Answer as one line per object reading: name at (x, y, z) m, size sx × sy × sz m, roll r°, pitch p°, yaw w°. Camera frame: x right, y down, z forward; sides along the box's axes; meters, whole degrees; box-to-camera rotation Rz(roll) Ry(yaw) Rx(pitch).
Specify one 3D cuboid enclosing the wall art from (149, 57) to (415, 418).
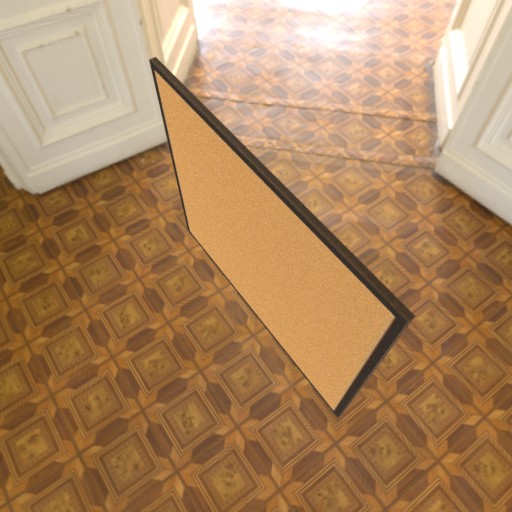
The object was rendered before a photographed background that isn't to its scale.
wall art at (0.000, 0.000, 1.462) m, size 0.023 × 0.875 × 1.033 m, roll -32°, pitch 64°, yaw -18°
